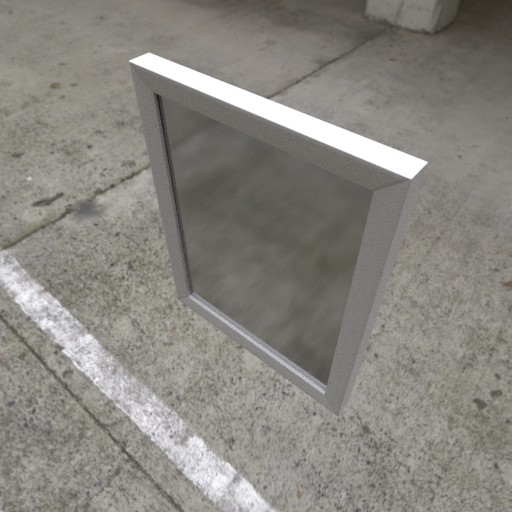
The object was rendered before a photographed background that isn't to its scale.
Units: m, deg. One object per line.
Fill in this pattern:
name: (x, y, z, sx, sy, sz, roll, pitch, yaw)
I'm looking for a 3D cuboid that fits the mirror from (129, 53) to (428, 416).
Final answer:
mirror: (0.000, 0.000, 0.690, 0.405, 0.508, 0.041, 31, 54, 26)
